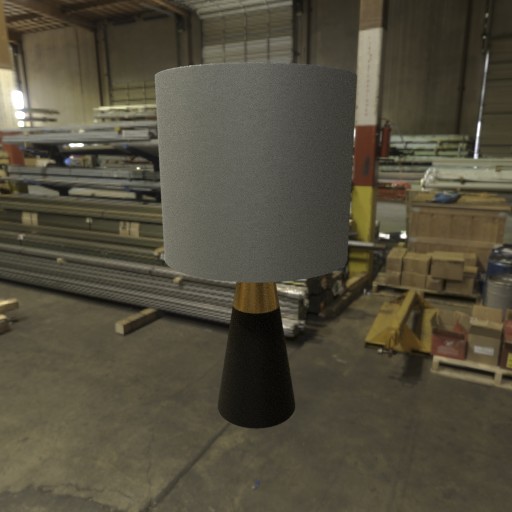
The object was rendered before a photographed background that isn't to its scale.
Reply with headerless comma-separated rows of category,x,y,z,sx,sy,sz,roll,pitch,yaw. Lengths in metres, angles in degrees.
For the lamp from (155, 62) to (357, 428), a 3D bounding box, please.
lamp,0.000,0.000,0.761,0.308,0.580,0.308,7,16,26
